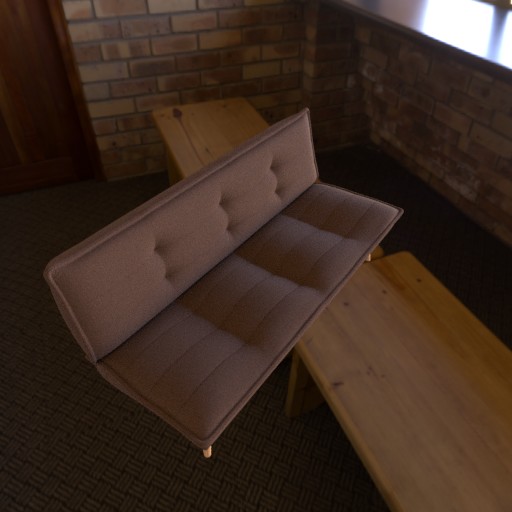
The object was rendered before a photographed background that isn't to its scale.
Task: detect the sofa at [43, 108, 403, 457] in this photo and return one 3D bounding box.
[{"bbox_3d":[0.000,0.000,2.427,0.950,0.890,1.940,26,47,27],"label":"sofa"}]
